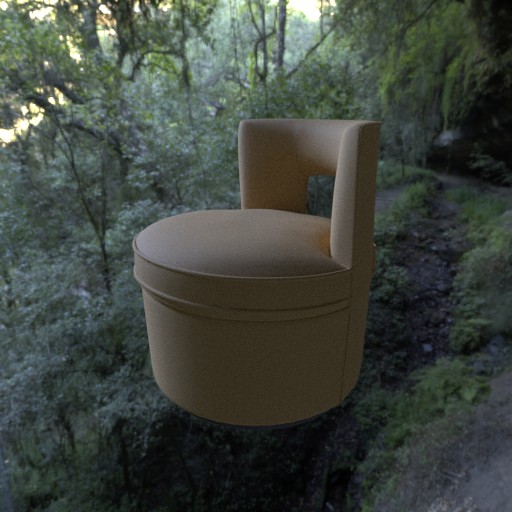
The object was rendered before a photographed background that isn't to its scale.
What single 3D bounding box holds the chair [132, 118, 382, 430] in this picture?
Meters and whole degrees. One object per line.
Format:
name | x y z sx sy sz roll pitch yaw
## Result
chair | 0.000 0.000 1.234 0.665 0.723 0.650 -9 20 -24
